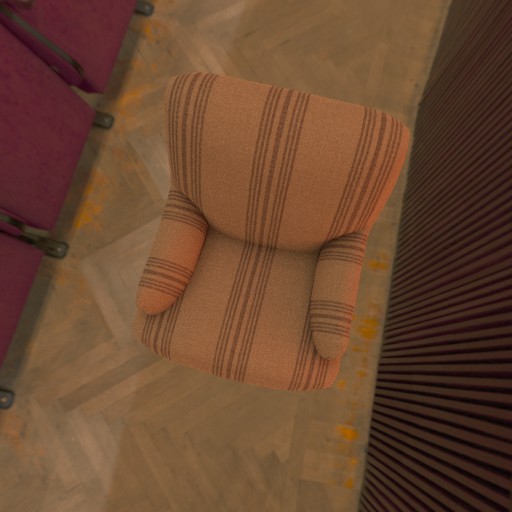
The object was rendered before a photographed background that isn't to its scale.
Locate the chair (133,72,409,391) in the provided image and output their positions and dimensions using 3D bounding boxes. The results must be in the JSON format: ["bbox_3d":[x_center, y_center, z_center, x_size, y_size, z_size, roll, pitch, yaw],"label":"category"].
[{"bbox_3d":[0.000,0.000,1.653,0.813,0.940,0.914,14,76,3],"label":"chair"}]
